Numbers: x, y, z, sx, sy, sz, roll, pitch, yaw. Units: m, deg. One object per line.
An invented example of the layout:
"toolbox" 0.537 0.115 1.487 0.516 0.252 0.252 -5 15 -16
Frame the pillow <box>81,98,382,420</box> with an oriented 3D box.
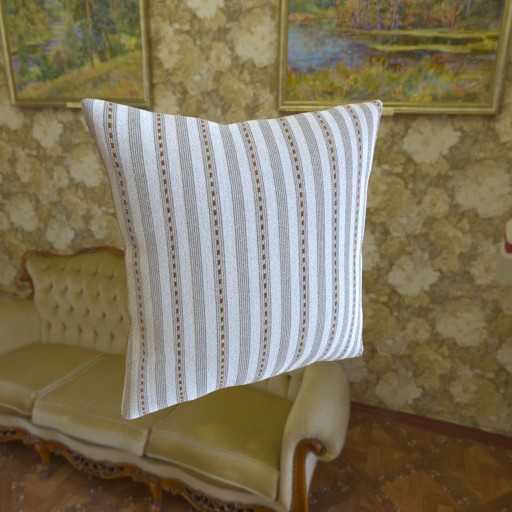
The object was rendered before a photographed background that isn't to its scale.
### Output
"pillow" 0.000 0.000 0.646 0.432 0.437 0.147 -9 20 -25
